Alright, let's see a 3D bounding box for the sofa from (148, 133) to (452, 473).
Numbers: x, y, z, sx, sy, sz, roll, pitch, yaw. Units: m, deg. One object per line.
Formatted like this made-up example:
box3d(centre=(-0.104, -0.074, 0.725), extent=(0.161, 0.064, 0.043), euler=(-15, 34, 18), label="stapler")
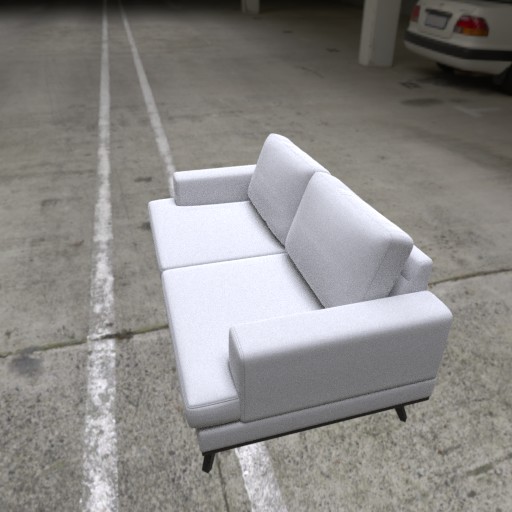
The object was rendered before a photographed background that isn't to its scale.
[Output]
box3d(centre=(0.000, 0.000, 2.124), extent=(0.920, 0.810, 1.650), euler=(-8, 31, -14), label="sofa")
